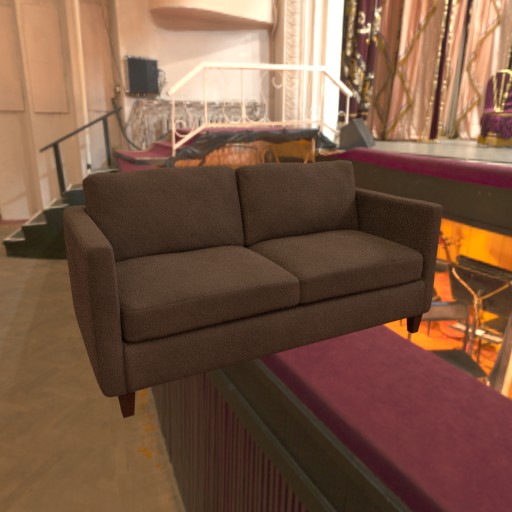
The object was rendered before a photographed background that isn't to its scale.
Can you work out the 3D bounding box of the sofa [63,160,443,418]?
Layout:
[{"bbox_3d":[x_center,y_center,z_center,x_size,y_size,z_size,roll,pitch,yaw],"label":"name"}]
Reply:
[{"bbox_3d":[0.000,0.000,2.472,1.884,0.963,0.950,-9,19,-26],"label":"sofa"}]
